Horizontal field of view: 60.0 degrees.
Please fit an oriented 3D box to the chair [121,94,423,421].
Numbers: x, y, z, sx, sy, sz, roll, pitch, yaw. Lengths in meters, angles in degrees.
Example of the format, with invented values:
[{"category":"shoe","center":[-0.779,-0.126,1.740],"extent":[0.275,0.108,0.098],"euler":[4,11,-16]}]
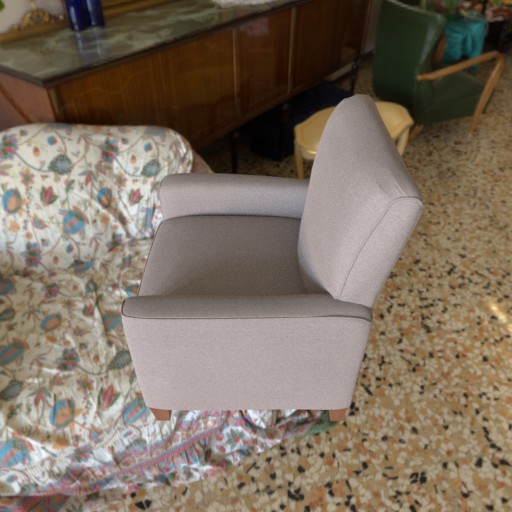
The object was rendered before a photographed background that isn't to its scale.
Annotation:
[{"category":"chair","center":[0.000,0.000,1.656],"extent":[0.859,1.023,0.845],"euler":[0,41,0]}]
